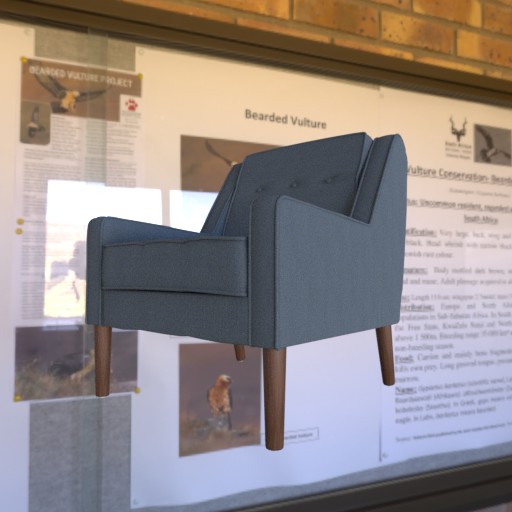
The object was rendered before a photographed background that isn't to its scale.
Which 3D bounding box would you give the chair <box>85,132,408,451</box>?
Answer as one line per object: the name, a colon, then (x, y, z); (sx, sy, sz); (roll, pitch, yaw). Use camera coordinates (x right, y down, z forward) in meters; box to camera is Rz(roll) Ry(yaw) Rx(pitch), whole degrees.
chair: (0.000, 0.000, 1.305); (0.663, 0.780, 0.733); (-1, -2, 38)
